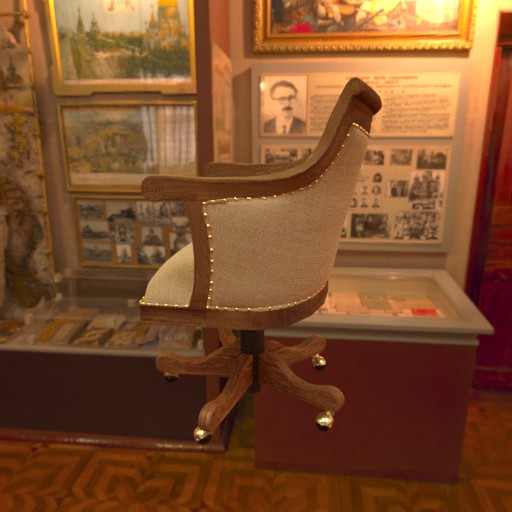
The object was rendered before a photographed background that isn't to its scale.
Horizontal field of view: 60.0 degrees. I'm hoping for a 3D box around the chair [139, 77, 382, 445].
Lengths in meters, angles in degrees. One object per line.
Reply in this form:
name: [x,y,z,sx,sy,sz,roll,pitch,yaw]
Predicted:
chair: [0.000,0.000,1.389,0.689,0.965,0.656,2,15,8]
